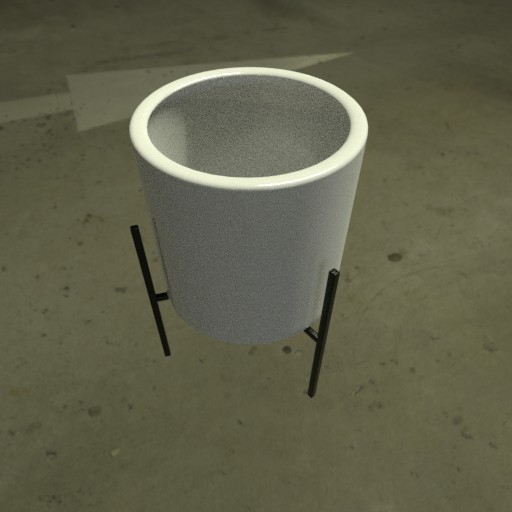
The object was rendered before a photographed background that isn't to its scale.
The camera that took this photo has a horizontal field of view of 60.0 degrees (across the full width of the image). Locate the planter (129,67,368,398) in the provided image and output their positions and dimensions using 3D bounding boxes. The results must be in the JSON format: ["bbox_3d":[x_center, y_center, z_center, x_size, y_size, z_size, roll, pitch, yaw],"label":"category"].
[{"bbox_3d":[0.000,0.000,0.530,0.239,0.356,0.239,-30,53,-26],"label":"planter"}]
